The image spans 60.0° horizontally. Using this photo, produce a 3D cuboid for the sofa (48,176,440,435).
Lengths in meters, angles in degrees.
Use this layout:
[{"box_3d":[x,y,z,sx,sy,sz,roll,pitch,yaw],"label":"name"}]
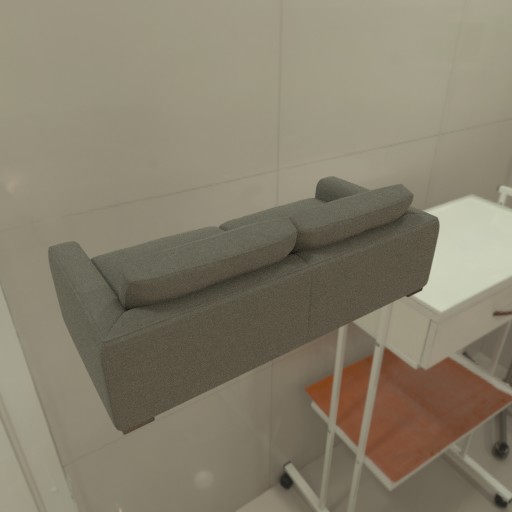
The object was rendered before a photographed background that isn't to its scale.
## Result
[{"box_3d":[0.000,0.000,2.802,2.262,0.801,1.070,-18,34,-29],"label":"sofa"}]
